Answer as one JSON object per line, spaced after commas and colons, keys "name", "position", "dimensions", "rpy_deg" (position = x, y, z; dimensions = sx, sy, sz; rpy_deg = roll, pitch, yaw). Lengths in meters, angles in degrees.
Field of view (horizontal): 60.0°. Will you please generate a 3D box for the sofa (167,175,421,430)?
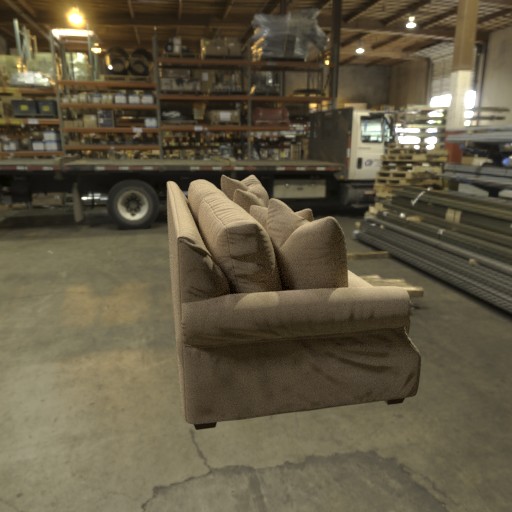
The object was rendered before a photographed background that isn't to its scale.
{"name": "sofa", "position": [0.000, 0.000, 2.793], "dimensions": [1.067, 0.904, 2.285], "rpy_deg": [-3, 15, -12]}
